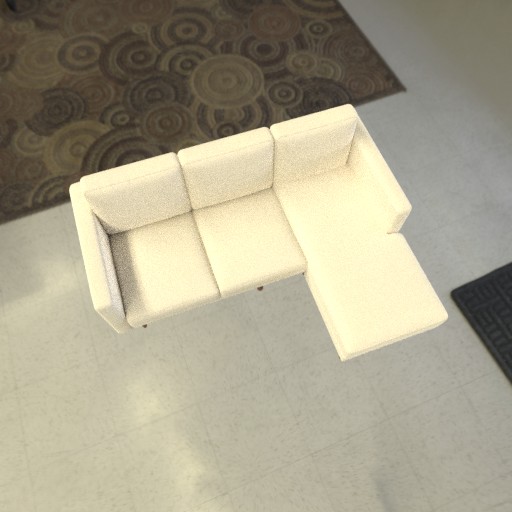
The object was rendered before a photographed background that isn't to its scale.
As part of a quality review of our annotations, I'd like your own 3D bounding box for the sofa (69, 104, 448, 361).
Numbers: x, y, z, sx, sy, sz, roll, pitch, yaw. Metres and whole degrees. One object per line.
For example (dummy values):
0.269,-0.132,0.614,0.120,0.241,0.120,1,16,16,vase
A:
0.000,0.000,2.892,2.029,0.899,1.580,-18,66,-8,sofa
